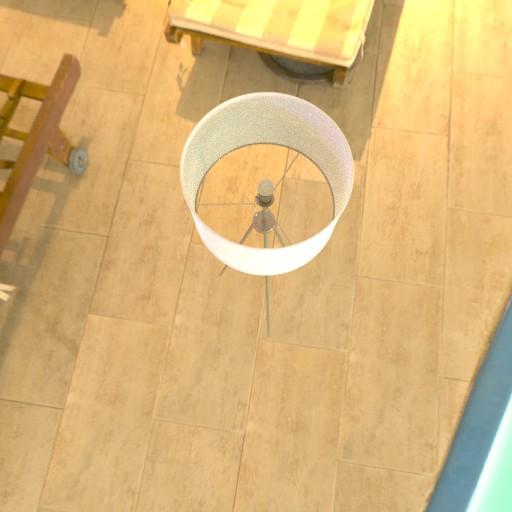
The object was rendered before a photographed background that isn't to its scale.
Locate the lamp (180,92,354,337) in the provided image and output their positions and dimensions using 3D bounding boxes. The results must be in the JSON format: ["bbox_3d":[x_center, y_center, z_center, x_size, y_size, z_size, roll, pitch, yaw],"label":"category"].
[{"bbox_3d":[0.000,0.000,1.780,0.458,1.545,0.448,14,75,4],"label":"lamp"}]
